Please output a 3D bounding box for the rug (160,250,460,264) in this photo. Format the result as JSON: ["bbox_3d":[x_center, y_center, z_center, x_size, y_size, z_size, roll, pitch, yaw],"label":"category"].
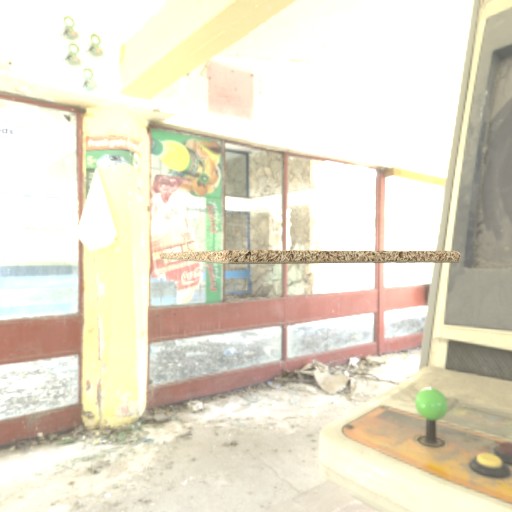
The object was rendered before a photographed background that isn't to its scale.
[{"bbox_3d":[0.000,0.000,1.746,0.609,0.030,1.524,0,0,-17],"label":"rug"}]
